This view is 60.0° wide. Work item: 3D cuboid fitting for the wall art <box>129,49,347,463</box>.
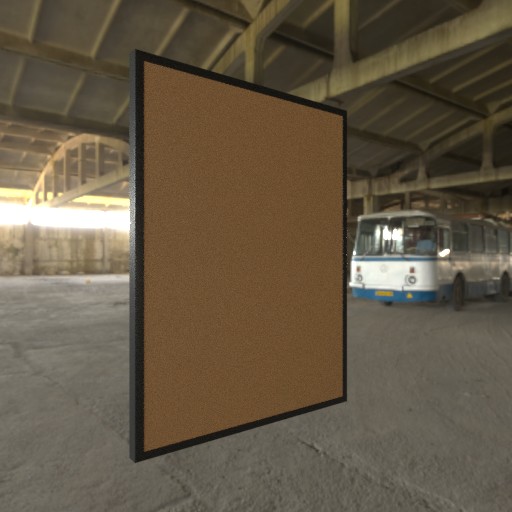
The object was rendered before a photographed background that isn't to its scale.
[{"bbox_3d":[0.000,0.000,1.391,0.804,1.061,0.039,0,0,-37],"label":"wall art"}]
